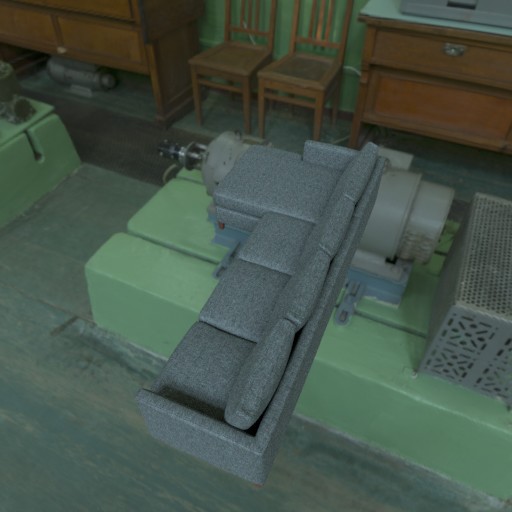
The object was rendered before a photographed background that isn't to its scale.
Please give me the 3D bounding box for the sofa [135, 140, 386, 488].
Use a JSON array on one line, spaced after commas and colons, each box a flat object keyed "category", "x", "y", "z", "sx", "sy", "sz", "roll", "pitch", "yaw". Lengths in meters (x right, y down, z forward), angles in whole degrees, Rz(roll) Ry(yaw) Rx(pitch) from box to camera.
[{"category": "sofa", "x": 0.000, "y": 0.000, "z": 4.138, "sx": 1.635, "sy": 0.960, "sz": 3.485, "roll": 17, "pitch": 48, "yaw": 16}]
